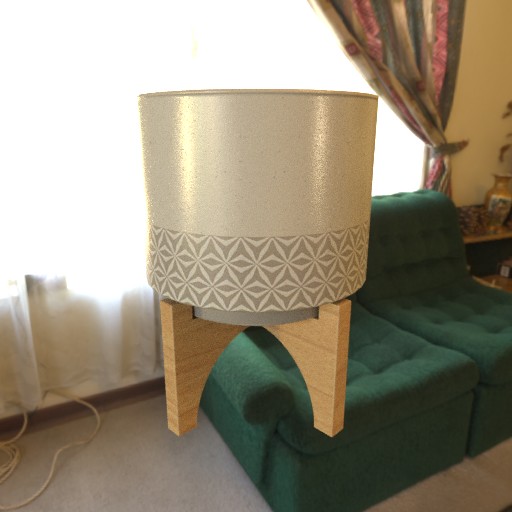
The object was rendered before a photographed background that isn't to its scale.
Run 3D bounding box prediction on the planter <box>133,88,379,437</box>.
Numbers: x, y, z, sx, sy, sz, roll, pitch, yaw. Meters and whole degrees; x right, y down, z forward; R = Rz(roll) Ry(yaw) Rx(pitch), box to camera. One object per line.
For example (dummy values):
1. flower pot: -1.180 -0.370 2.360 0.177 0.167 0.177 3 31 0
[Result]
1. planter: 0.000 0.000 0.510 0.249 0.343 0.249 0 16 0
